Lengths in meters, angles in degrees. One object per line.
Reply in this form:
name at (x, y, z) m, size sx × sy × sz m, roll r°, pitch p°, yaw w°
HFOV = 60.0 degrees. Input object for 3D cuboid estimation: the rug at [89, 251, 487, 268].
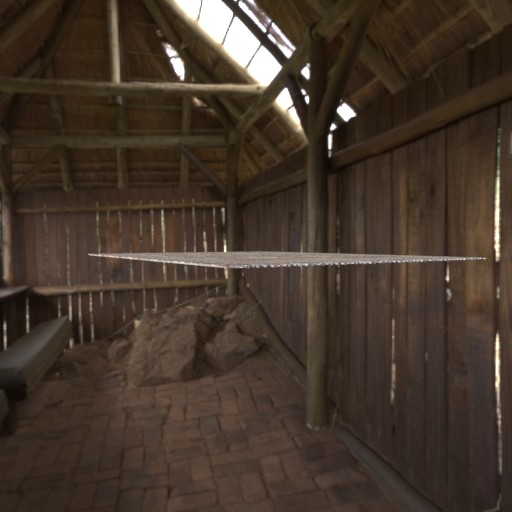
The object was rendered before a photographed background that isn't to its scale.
rug at (0.000, 0.000, 4.344) m, size 2.431 × 0.017 × 3.291 m, roll -1°, pitch 2°, yaw -34°
